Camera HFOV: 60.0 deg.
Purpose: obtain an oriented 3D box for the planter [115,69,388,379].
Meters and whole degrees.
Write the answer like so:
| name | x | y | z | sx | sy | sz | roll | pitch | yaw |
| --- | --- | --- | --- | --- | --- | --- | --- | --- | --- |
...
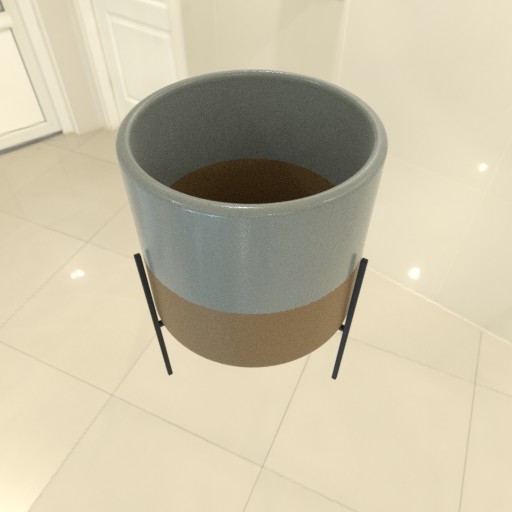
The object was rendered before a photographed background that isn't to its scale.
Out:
| name | x | y | z | sx | sy | sz | roll | pitch | yaw |
| --- | --- | --- | --- | --- | --- | --- | --- | --- | --- |
| planter | 0.000 | 0.000 | 0.738 | 0.360 | 0.480 | 0.348 | 24 | 51 | 21 |
